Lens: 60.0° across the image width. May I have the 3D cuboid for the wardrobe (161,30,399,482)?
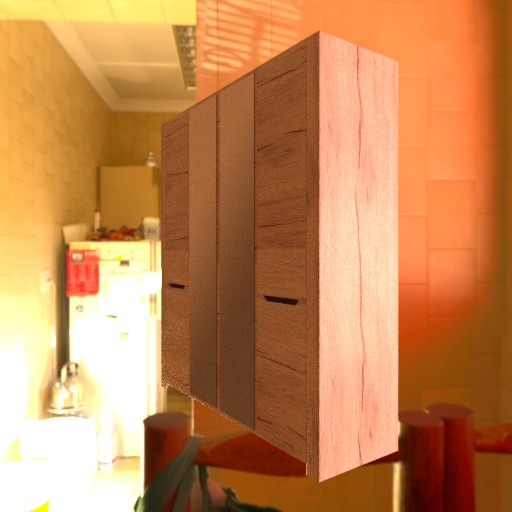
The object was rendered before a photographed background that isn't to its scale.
[{"bbox_3d":[0.000,0.000,2.930,0.580,2.070,1.810,0,0,-35],"label":"wardrobe"}]
